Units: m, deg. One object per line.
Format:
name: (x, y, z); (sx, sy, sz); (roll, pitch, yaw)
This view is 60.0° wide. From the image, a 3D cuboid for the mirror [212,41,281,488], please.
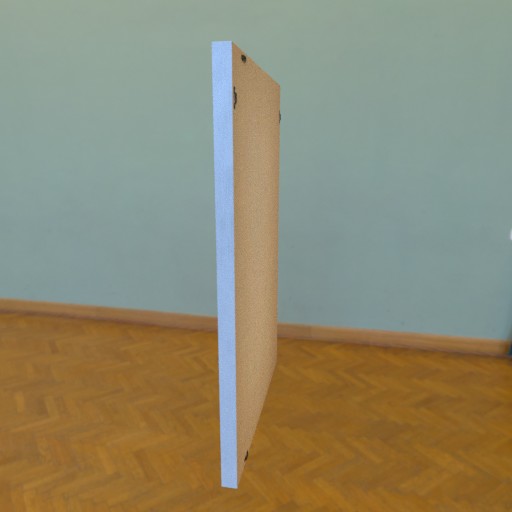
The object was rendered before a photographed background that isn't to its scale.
mirror: (0.000, 0.000, 1.166); (0.041, 0.915, 0.609); (3, 14, 11)
